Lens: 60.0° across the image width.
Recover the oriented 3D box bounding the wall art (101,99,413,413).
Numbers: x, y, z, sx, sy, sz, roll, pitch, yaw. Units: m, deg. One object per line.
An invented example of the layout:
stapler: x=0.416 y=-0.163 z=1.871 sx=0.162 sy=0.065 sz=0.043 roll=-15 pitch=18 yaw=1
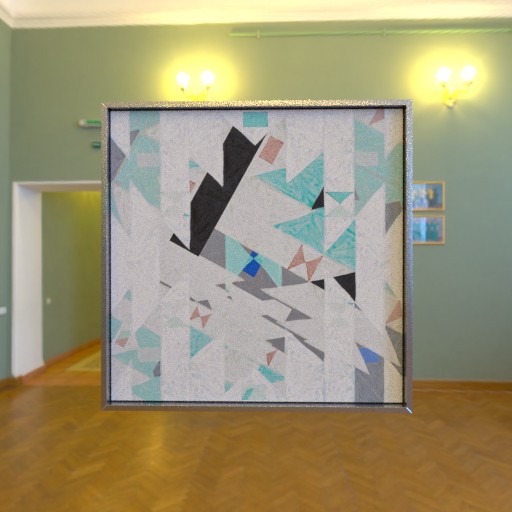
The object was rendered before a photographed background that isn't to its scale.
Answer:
wall art: x=0.000 y=0.000 z=0.516 sx=0.350 sy=0.350 sz=0.038 roll=0 pitch=0 yaw=1
